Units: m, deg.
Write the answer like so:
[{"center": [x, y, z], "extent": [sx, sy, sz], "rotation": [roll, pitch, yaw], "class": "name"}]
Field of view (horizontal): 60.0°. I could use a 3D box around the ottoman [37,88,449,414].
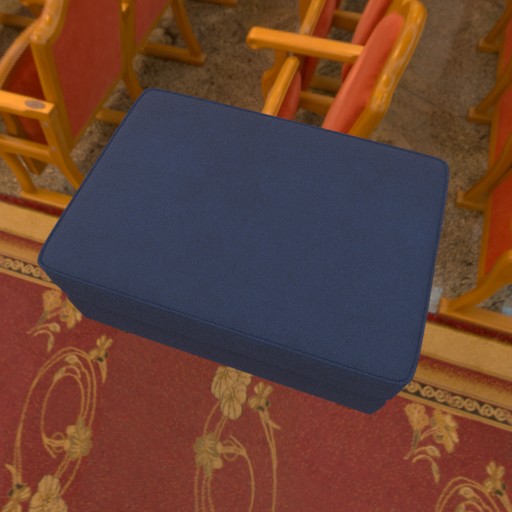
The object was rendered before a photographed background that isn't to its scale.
[{"center": [0.000, 0.000, 1.397], "extent": [0.965, 0.584, 0.686], "rotation": [17, 63, 9], "class": "ottoman"}]
